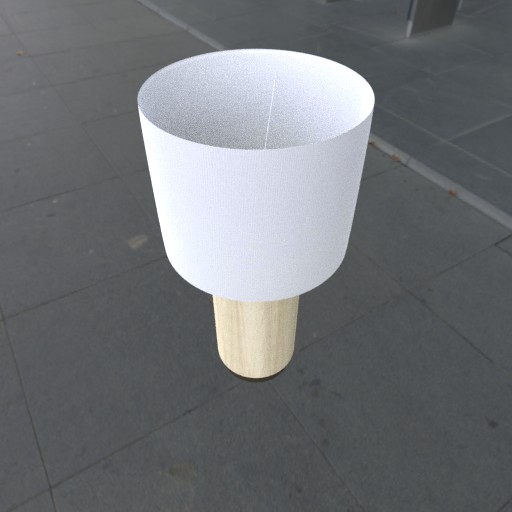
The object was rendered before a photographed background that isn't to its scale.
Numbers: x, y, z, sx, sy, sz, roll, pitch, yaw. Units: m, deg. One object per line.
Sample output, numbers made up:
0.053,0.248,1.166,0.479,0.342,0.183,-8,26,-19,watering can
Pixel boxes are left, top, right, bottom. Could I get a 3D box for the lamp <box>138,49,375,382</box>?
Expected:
0.000,0.000,0.582,0.228,0.444,0.228,-12,45,-12,lamp
